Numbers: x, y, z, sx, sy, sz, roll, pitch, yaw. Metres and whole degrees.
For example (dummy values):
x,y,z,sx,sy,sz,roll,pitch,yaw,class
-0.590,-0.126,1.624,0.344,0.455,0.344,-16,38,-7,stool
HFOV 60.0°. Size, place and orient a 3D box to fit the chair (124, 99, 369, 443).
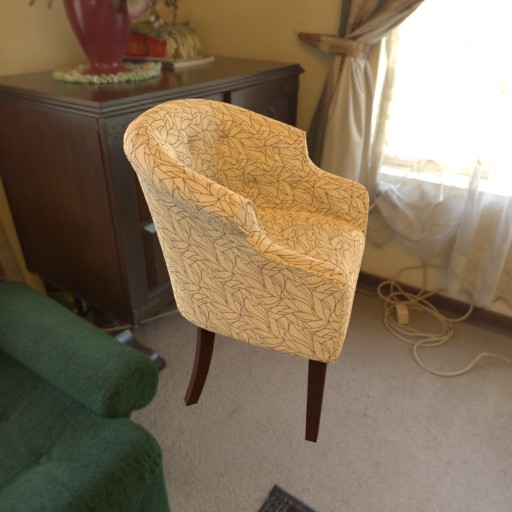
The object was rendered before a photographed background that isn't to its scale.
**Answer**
x,y,z,sx,sy,sz,roll,pitch,yaw,class
0.000,0.000,1.341,0.613,0.858,0.686,9,30,15,chair
